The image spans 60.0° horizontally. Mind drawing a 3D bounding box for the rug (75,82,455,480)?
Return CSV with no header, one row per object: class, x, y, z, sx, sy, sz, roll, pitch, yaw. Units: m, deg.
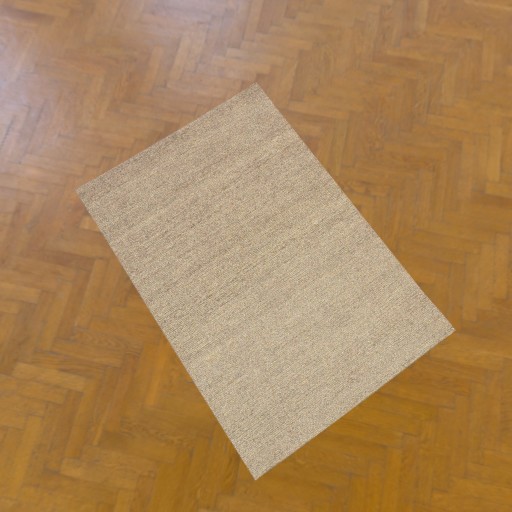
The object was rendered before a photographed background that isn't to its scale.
rug,0.000,0.000,3.071,1.609,0.030,2.342,-33,76,-9
